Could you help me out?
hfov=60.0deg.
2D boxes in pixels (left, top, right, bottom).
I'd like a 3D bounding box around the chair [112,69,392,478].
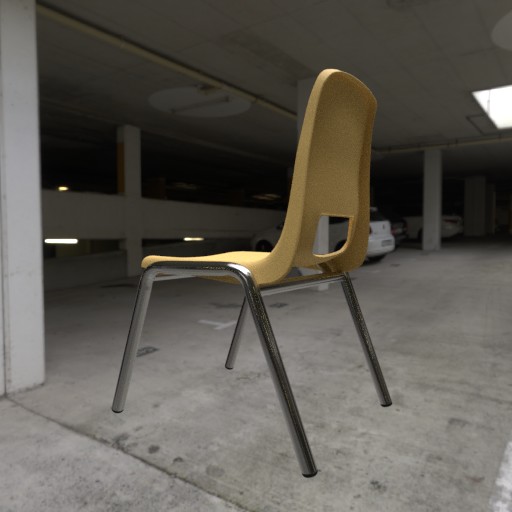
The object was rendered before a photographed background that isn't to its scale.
[{"bbox_3d":[0.000,0.000,0.837,0.423,0.586,0.354,2,3,36],"label":"chair"}]
